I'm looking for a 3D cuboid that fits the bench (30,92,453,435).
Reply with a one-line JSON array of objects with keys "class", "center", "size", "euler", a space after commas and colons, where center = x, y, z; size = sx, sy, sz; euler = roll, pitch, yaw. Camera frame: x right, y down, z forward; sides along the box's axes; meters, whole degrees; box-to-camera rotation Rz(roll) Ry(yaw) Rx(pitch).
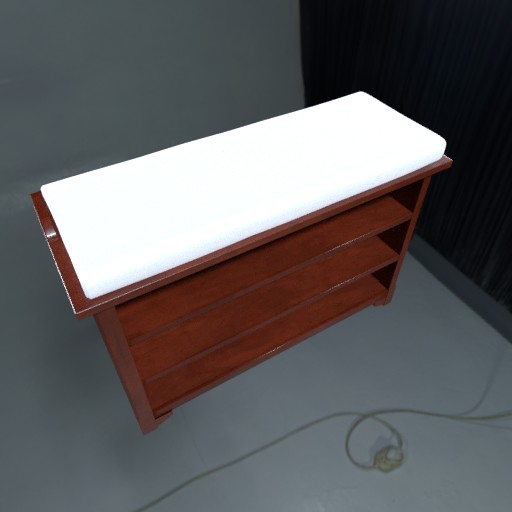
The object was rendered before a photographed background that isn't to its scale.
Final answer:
[{"class": "bench", "center": [0.000, 0.000, 1.283], "size": [0.987, 0.646, 0.369], "euler": [-23, 49, -21]}]
